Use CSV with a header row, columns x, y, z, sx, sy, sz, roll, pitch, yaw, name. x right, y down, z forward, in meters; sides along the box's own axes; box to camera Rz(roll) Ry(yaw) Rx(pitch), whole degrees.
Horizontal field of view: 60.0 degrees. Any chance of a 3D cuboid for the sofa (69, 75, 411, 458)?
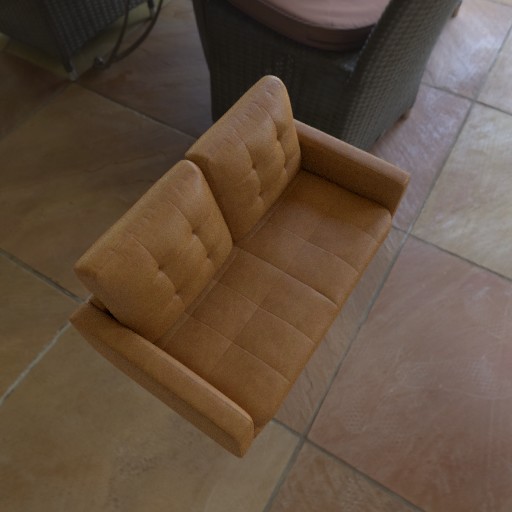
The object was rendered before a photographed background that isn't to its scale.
x,y,z,sx,sy,sz,roll,pitch,yaw,name
0.000,0.000,1.982,0.868,0.898,1.430,30,64,17,sofa
